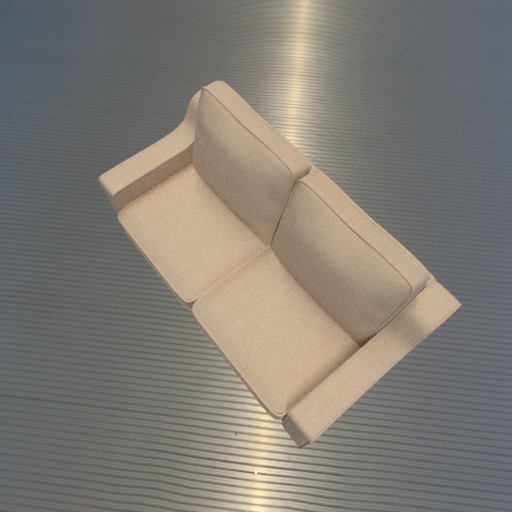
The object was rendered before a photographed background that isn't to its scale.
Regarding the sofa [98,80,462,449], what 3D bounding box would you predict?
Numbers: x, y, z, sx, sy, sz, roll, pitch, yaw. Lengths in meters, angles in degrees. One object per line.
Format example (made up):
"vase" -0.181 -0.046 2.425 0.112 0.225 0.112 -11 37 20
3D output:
"sofa" 0.000 0.000 3.525 1.351 1.562 2.587 -36 69 -16
